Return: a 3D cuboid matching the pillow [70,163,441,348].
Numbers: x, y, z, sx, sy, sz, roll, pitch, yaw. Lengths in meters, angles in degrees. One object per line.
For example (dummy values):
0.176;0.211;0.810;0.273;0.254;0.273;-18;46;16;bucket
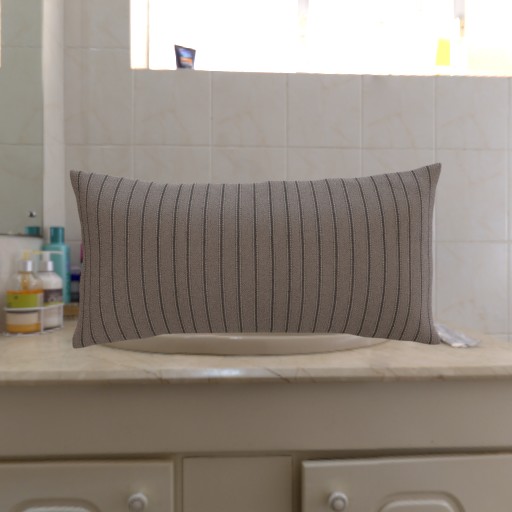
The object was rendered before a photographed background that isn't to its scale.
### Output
0.000;0.000;0.727;0.609;0.305;0.151;0;0;0;pillow
